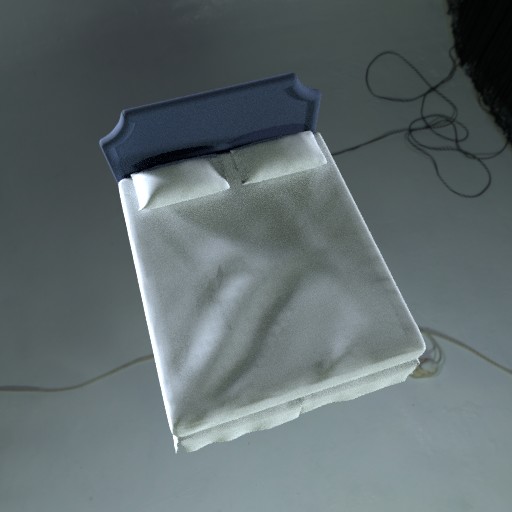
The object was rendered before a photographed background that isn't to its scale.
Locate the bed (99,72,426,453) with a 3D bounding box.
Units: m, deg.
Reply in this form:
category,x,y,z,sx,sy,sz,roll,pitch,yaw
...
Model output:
category,x,y,z,sx,sy,sz,roll,pitch,yaw
bed,0.000,0.000,4.084,2.350,1.488,2.773,-16,64,-8
